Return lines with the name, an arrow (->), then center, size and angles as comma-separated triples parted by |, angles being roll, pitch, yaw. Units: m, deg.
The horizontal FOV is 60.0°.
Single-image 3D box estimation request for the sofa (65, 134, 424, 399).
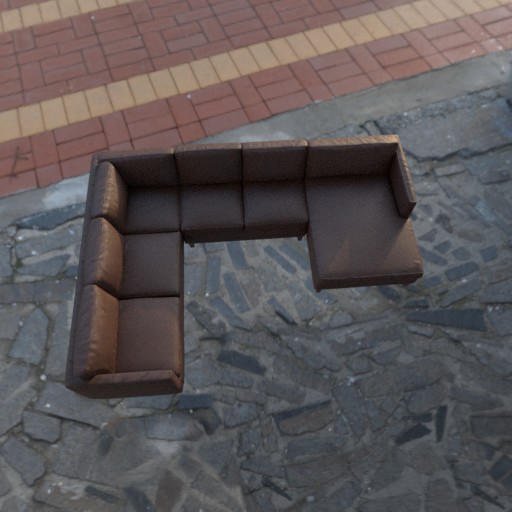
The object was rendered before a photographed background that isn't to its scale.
sofa -> 0.000, 0.000, 4.607 | 3.460, 0.923, 2.593 | -4, 63, -2
